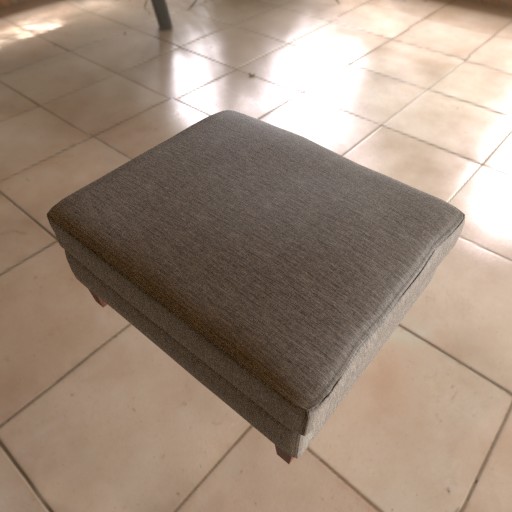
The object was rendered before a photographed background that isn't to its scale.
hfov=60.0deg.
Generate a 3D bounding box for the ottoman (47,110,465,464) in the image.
[{"bbox_3d":[0.000,0.000,1.464,0.994,0.492,0.839,31,54,26],"label":"ottoman"}]
